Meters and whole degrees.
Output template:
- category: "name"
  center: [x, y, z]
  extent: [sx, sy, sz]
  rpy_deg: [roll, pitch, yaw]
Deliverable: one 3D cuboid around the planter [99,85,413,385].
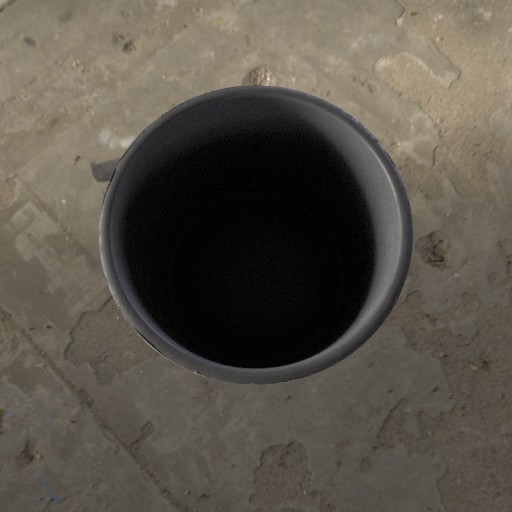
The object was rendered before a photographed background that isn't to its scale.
- category: "planter"
  center: [0.000, 0.000, 0.456]
  extent: [0.254, 0.221, 0.254]
  rpy_deg: [0, 75, 0]
